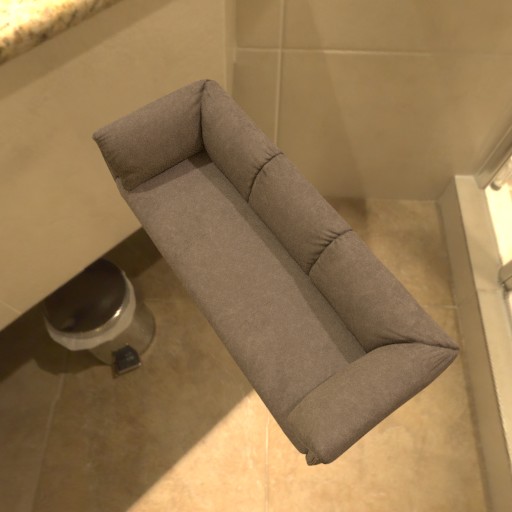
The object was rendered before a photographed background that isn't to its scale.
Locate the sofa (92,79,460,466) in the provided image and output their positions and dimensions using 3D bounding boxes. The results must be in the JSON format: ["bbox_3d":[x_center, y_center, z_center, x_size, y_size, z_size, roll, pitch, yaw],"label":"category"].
[{"bbox_3d":[0.000,0.000,2.661,0.899,0.758,2.238,-32,68,-15],"label":"sofa"}]
